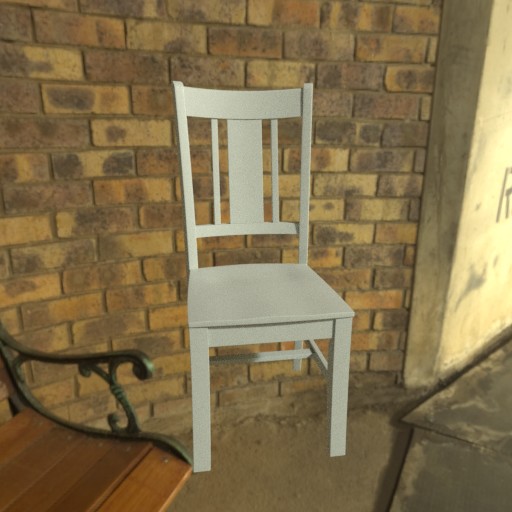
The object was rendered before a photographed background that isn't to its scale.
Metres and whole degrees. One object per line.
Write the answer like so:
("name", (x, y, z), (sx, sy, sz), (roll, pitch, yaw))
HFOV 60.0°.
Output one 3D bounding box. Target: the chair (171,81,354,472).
("chair", (0.000, 0.000, 1.296), (0.450, 0.998, 0.555), (-2, 16, -9))
